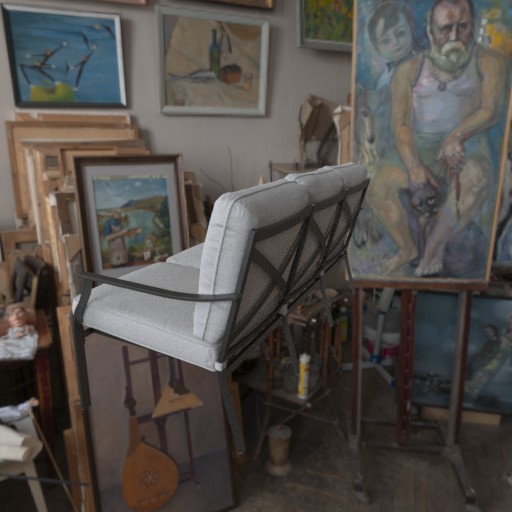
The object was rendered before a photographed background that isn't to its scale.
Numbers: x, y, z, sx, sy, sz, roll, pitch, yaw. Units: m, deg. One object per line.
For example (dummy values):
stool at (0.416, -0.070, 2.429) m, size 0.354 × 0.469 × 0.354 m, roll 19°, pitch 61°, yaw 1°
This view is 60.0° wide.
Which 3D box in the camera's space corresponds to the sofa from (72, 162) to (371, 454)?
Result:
sofa at (0.000, 0.000, 2.208) m, size 0.787 × 0.860 × 1.740 m, roll 7°, pitch 17°, yaw 24°
